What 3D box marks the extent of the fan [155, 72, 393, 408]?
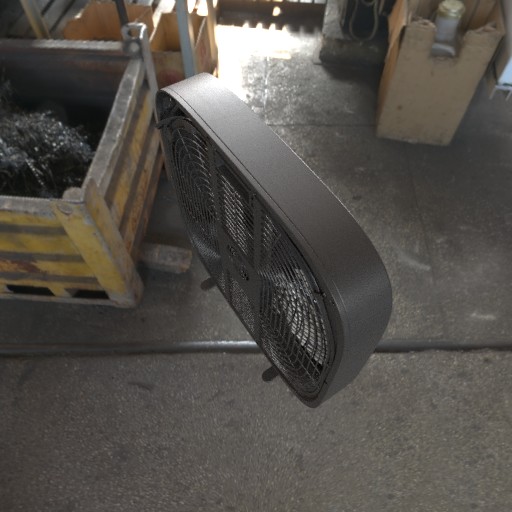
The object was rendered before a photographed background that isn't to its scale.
[{"bbox_3d":[0.000,0.000,0.812,0.142,0.533,0.526,-29,62,-17],"label":"fan"}]
